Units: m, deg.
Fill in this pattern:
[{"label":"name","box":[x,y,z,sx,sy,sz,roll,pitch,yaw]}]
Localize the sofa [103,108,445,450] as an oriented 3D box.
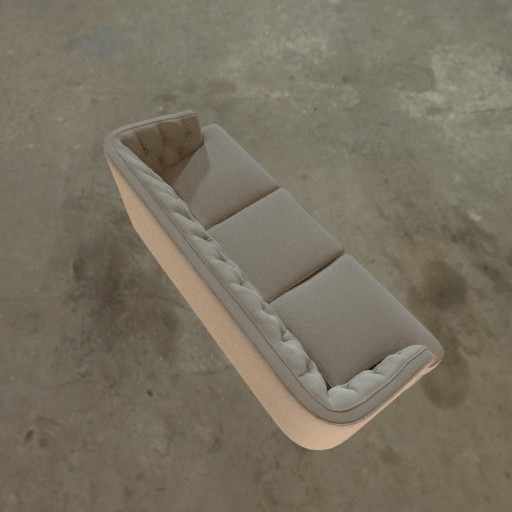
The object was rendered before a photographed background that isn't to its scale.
[{"label":"sofa","box":[0.000,0.000,2.759,0.941,0.855,2.278,-32,63,-19]}]
